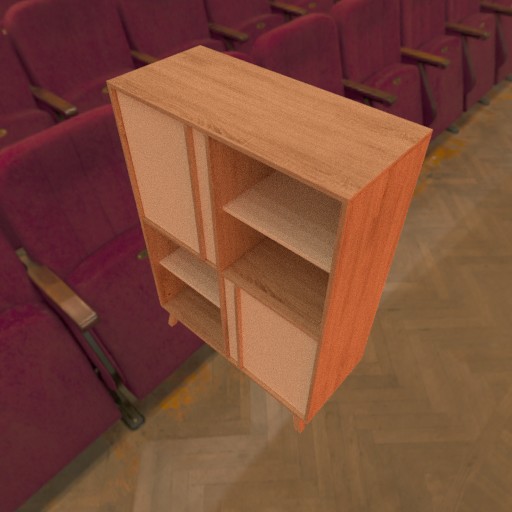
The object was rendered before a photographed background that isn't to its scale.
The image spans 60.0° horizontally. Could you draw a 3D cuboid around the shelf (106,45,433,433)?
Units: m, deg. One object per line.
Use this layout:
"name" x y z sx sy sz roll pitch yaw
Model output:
"shelf" 0.000 0.000 1.915 1.000 1.390 0.450 32 53 28
